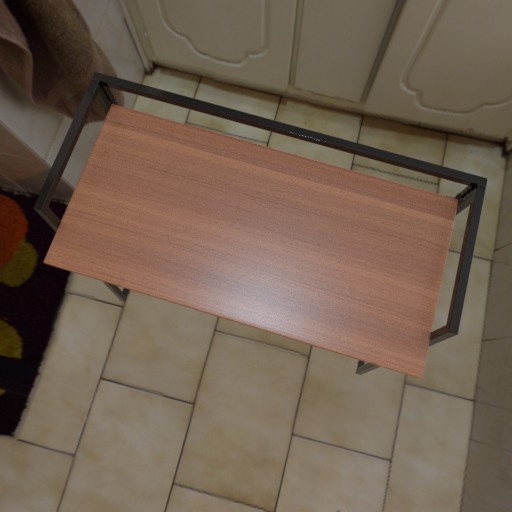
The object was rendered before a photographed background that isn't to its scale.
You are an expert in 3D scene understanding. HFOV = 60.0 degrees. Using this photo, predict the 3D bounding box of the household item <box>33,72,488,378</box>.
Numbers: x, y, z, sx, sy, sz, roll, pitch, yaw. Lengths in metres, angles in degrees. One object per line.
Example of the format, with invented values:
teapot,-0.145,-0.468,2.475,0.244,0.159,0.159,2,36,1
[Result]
household item,0.000,0.000,1.492,1.050,0.860,0.510,16,77,4
